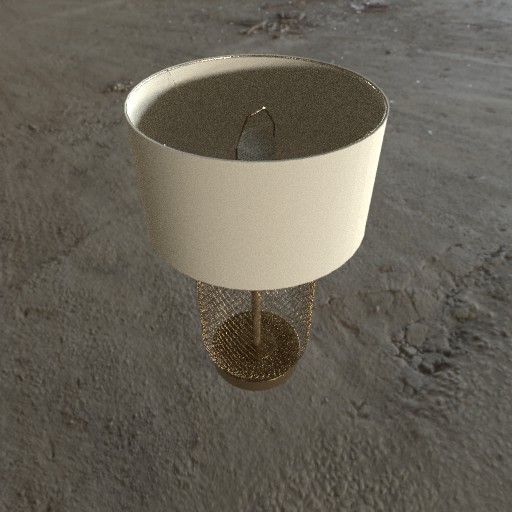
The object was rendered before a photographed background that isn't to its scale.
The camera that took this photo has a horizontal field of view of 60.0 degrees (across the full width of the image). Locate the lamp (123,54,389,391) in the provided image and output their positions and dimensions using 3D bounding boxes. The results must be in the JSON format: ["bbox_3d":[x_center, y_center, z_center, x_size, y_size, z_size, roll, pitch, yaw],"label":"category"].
[{"bbox_3d":[0.000,0.000,0.791,0.353,0.578,0.353,0,42,0],"label":"lamp"}]
